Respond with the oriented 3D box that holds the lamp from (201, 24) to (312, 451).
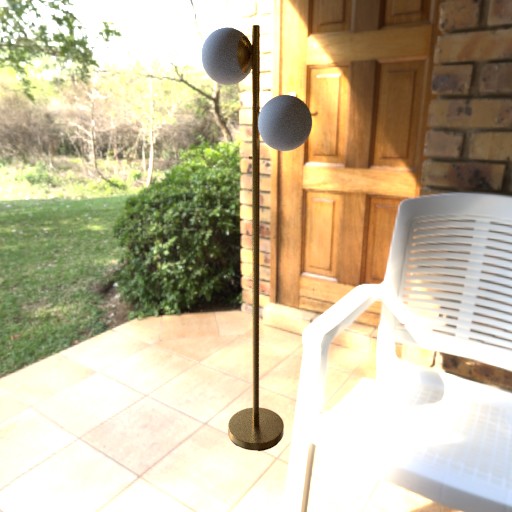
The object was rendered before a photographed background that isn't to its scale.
[{"bbox_3d":[0.000,0.000,1.740,0.419,1.641,0.249,9,19,27],"label":"lamp"}]
